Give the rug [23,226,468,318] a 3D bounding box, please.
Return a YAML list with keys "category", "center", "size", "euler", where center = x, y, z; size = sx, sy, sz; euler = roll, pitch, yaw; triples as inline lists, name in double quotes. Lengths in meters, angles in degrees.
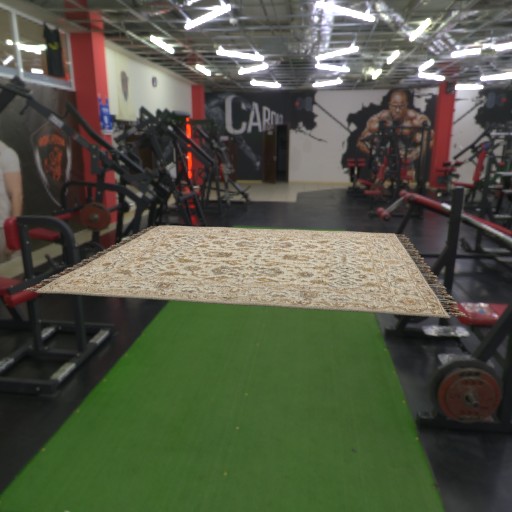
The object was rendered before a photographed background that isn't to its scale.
- category: "rug"
  center: [0.000, 0.000, 4.127]
  size: [3.061, 0.034, 2.426]
  euler: [2, 16, 9]
